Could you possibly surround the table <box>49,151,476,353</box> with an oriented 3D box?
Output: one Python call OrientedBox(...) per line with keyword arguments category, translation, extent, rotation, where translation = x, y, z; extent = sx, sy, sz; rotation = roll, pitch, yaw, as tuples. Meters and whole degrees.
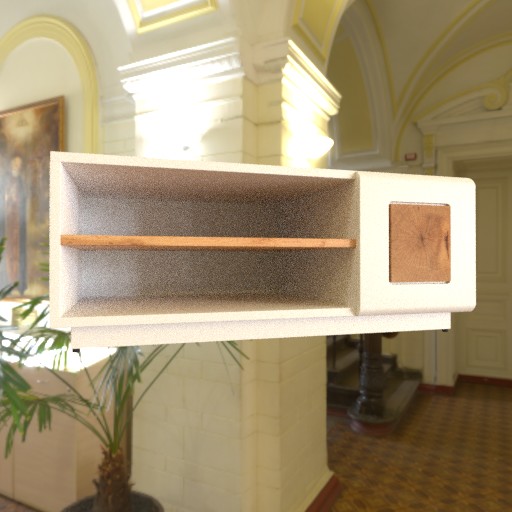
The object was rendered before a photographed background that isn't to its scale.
OrientedBox(category="table", translation=(0.000, 0.000, 1.386), extent=(1.097, 0.442, 0.639), rotation=(0, -1, -17))
